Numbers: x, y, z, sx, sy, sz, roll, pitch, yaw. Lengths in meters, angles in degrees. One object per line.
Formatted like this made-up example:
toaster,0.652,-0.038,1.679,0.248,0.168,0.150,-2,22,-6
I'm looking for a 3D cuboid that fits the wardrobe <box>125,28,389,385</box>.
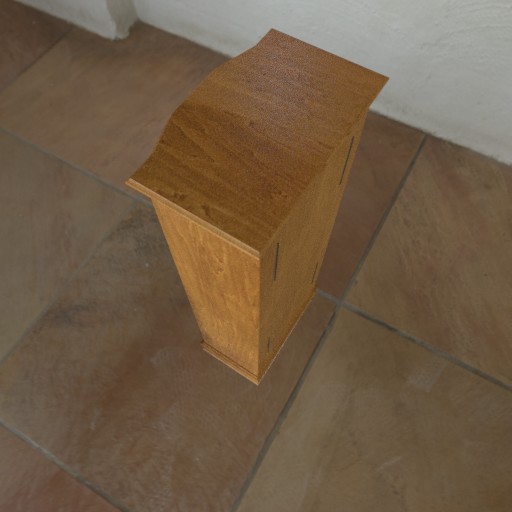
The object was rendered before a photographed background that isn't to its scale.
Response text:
wardrobe,0.000,0.000,1.125,0.273,0.959,0.406,30,67,14
